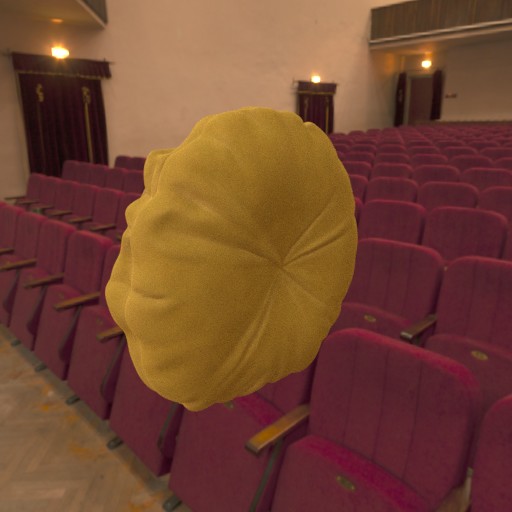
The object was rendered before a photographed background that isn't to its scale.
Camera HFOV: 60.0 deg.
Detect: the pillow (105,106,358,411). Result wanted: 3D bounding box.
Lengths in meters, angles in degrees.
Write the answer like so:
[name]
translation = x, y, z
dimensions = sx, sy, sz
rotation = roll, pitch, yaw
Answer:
[pillow]
translation = 0.000, 0.000, 0.637
dimensions = 0.428, 0.407, 0.148
rotation = -15, 22, -42
